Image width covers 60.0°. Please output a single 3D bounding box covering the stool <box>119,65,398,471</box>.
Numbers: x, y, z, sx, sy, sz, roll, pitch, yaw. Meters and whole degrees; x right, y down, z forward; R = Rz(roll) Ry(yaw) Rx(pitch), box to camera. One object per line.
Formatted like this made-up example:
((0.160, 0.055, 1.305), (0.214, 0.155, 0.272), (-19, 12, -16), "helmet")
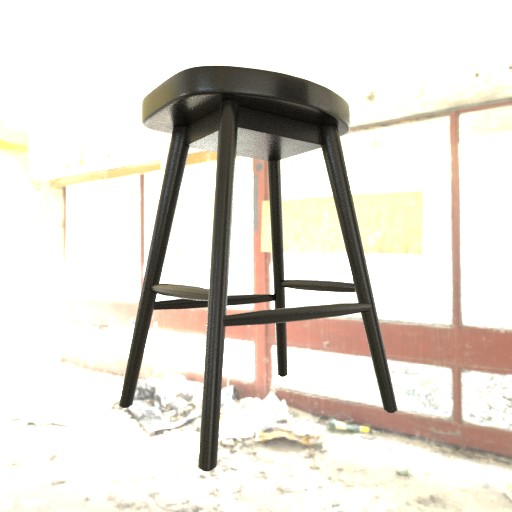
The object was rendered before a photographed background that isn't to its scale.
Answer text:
((0.000, 0.000, 0.893), (0.440, 0.615, 0.361), (1, -1, -36), "stool")
